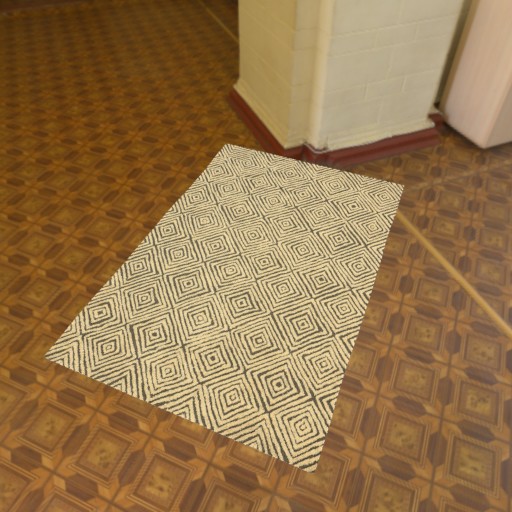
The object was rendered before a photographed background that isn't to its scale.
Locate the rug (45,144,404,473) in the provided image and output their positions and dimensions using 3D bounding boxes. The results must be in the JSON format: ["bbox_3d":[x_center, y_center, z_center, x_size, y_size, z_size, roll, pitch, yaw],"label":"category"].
[{"bbox_3d":[0.000,0.000,2.232,1.177,0.004,1.750,17,49,16],"label":"rug"}]
